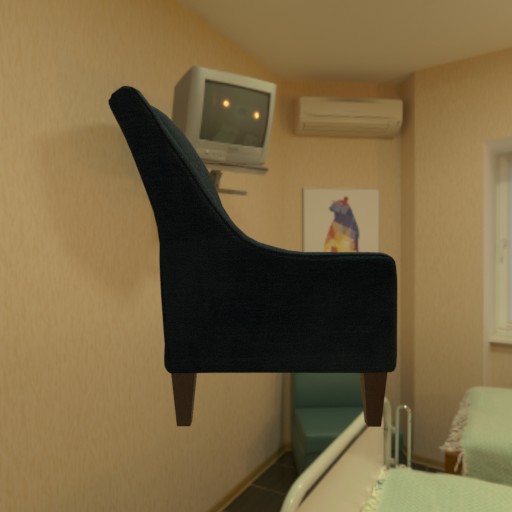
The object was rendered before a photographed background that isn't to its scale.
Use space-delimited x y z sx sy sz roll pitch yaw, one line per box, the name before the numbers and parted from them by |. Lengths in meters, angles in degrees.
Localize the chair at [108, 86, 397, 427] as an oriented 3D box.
chair | 0.000 0.000 1.671 0.870 1.014 0.774 0 1 0
